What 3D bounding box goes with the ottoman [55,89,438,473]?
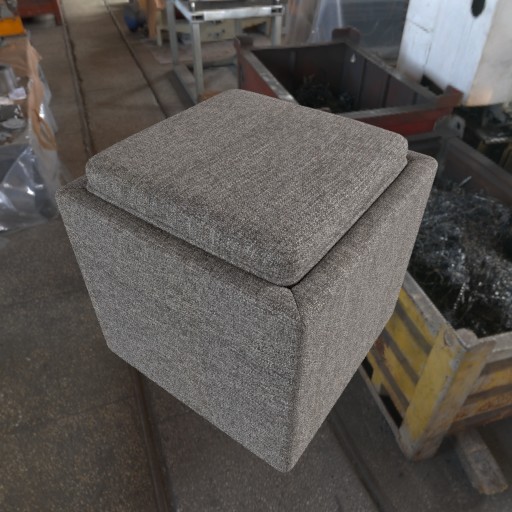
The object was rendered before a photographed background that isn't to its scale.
[{"bbox_3d":[0.000,0.000,0.820,0.450,0.460,0.450,25,47,26],"label":"ottoman"}]
